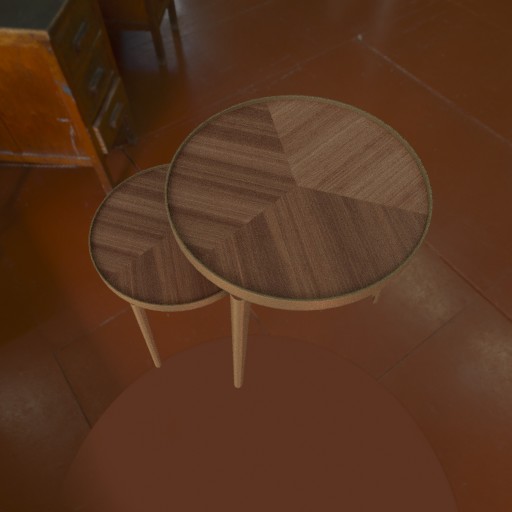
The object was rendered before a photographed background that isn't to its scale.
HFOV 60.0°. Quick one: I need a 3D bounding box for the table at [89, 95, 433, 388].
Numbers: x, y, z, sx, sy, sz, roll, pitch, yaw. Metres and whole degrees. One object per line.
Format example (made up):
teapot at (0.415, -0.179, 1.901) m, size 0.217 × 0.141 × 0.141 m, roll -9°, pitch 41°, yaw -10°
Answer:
table at (0.000, 0.000, 1.124) m, size 0.751 × 0.555 × 0.532 m, roll -2°, pitch 58°, yaw -1°
